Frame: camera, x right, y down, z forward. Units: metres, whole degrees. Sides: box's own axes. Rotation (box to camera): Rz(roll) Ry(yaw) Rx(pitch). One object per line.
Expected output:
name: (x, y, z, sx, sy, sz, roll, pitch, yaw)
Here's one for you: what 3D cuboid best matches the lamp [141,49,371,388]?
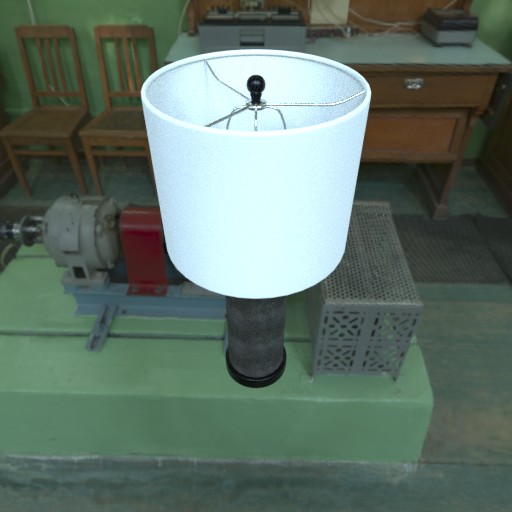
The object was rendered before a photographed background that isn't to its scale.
lamp: (0.000, 0.000, 0.796, 0.305, 0.634, 0.305, 0, 41, 0)
